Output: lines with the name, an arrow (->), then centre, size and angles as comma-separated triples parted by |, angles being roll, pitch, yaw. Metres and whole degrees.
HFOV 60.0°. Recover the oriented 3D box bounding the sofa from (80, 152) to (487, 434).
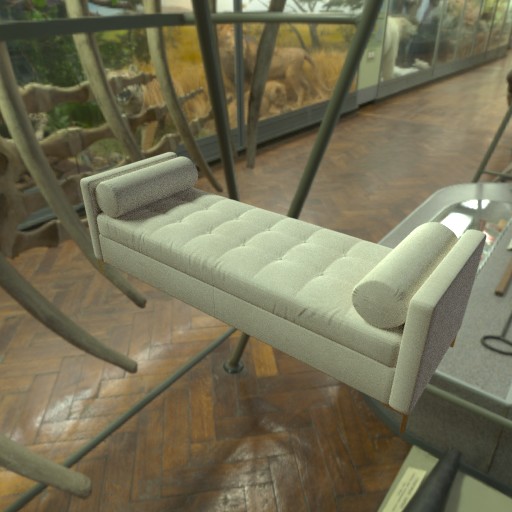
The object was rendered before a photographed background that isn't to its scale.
sofa -> 0.000, 0.000, 2.330 | 1.981, 0.635, 0.686 | 21, 36, 32
